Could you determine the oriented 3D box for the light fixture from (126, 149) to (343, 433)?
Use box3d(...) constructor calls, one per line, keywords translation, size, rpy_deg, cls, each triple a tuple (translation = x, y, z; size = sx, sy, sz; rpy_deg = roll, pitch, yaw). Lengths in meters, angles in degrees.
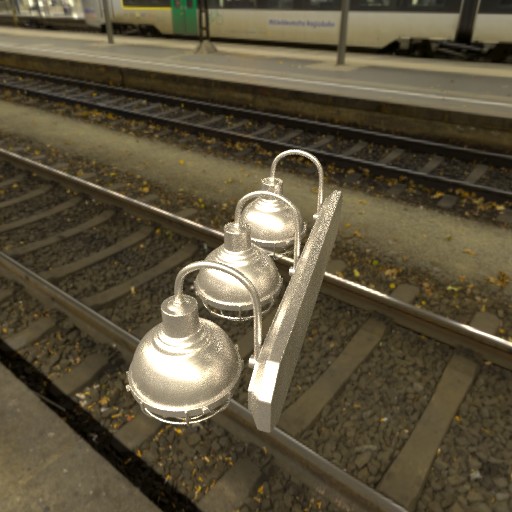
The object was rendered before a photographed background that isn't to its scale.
box3d(translation=(0.000, 0.000, 0.793), size=(0.229, 0.254, 0.634), rpy_deg=(9, 31, 14), cls="light fixture")
